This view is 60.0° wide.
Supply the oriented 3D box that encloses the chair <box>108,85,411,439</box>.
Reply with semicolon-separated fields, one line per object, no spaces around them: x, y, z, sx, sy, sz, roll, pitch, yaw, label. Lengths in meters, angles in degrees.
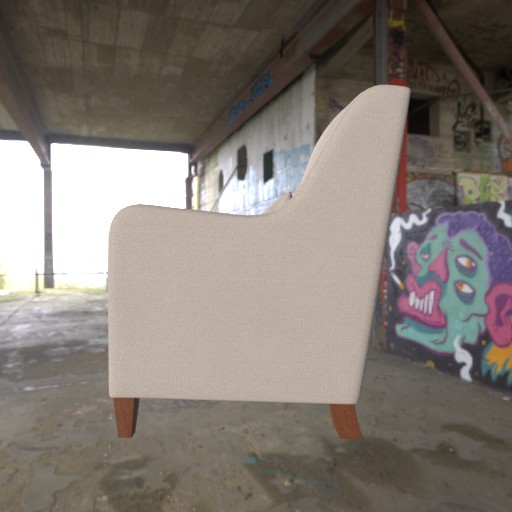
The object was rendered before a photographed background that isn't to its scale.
0.000;0.000;1.570;0.863;1.010;0.715;0;1;0;chair
